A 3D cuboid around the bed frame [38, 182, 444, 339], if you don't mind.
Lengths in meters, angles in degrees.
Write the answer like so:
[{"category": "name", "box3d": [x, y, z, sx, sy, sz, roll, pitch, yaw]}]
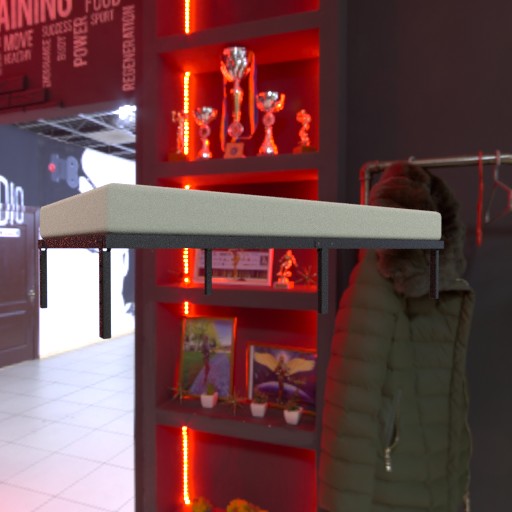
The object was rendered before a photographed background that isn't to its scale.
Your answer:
[{"category": "bed frame", "box3d": [0.000, 0.000, 3.212, 2.635, 0.680, 1.393, -1, 1, -37]}]
